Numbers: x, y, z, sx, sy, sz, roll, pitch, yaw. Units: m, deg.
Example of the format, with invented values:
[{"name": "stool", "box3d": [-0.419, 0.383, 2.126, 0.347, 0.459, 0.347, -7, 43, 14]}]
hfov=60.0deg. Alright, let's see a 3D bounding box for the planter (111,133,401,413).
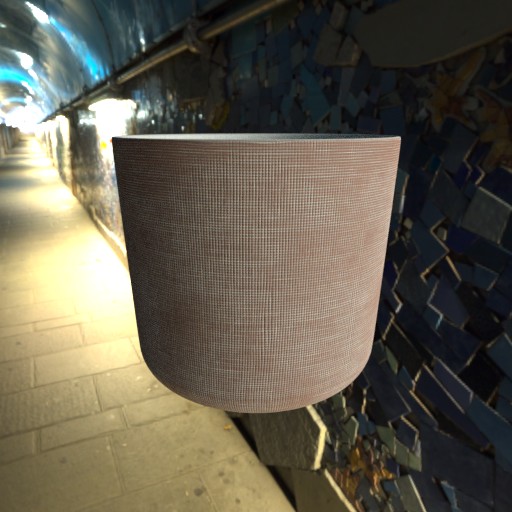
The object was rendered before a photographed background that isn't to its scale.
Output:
[{"name": "planter", "box3d": [0.000, 0.000, 0.760, 0.440, 0.398, 0.440, 0, 16, 0]}]
